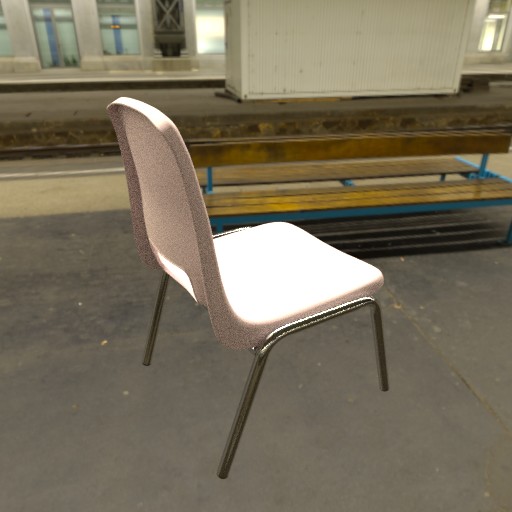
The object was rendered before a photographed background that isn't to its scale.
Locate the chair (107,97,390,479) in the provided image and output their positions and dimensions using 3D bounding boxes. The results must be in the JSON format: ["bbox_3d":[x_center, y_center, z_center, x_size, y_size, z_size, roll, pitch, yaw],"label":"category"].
[{"bbox_3d":[0.000,0.000,0.761,0.385,0.537,0.354,-17,31,-30],"label":"chair"}]
